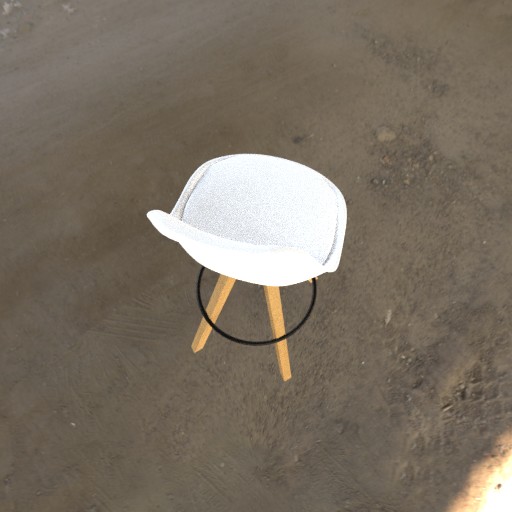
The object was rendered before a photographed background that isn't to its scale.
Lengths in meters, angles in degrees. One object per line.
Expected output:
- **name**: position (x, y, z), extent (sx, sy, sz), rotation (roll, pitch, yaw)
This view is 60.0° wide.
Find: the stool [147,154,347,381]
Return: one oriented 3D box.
- **stool**: position (0.000, 0.000, 1.376), extent (0.482, 1.115, 0.549), rotation (16, 65, 7)
